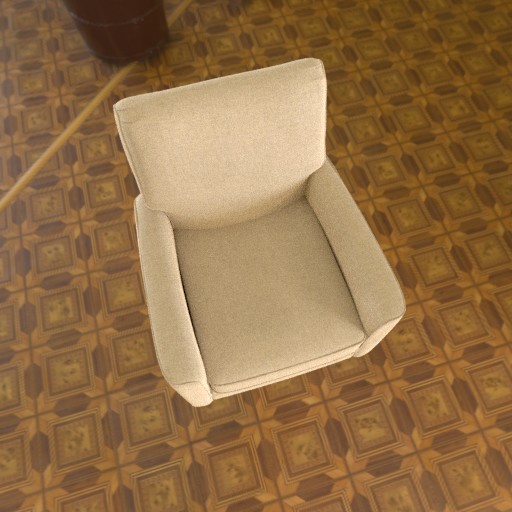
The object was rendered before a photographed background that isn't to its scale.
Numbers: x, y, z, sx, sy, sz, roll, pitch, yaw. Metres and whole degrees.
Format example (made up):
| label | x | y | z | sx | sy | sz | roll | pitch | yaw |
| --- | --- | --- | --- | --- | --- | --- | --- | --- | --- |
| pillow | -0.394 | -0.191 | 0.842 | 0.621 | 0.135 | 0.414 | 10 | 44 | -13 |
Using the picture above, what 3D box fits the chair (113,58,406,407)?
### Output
| label | x | y | z | sx | sy | sz | roll | pitch | yaw |
| --- | --- | --- | --- | --- | --- | --- | --- | --- | --- |
| chair | 0.000 | 0.000 | 1.661 | 0.845 | 1.023 | 0.859 | -16 | 66 | -7 |
